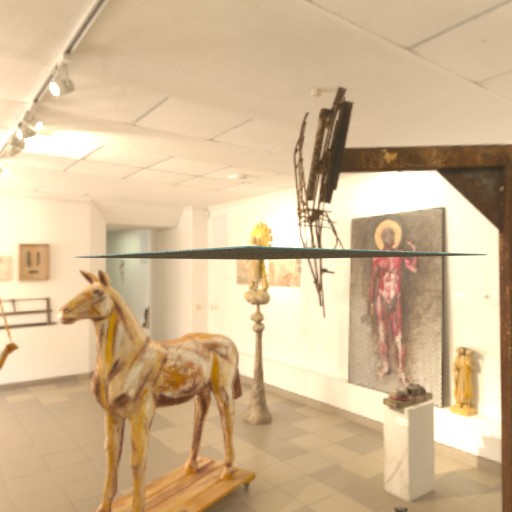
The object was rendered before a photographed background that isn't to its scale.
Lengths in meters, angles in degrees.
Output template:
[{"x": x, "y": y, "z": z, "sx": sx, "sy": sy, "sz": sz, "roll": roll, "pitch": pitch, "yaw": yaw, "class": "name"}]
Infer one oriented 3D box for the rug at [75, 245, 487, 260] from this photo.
[{"x": 0.000, "y": 0.000, "z": 4.001, "sx": 2.363, "sy": 0.012, "sz": 2.980, "roll": 1, "pitch": -2, "yaw": -37, "class": "rug"}]
